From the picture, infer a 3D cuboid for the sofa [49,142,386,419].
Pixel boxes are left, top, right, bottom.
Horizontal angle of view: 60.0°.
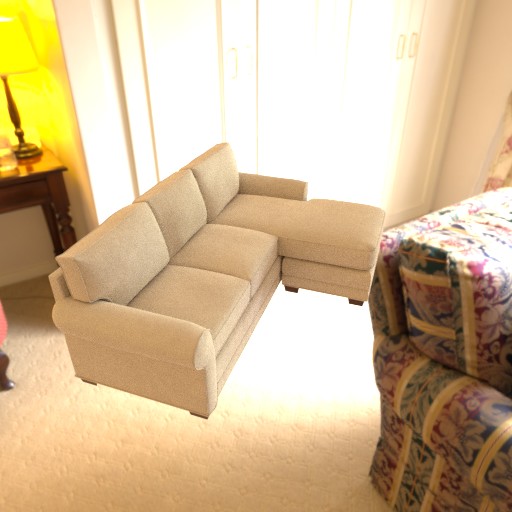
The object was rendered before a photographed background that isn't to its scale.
[{"bbox_3d":[0.000,0.000,2.387,1.226,0.734,1.770,10,33,17],"label":"sofa"}]
